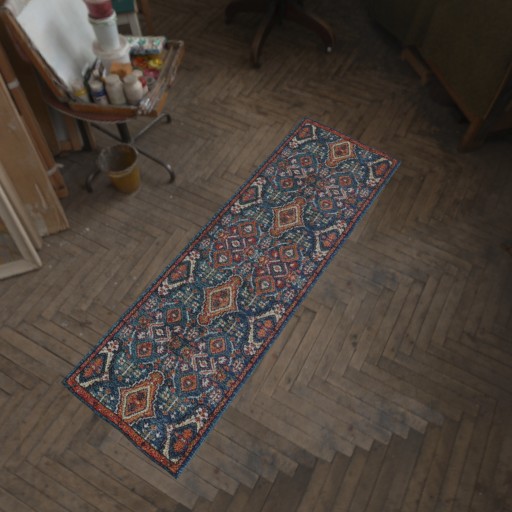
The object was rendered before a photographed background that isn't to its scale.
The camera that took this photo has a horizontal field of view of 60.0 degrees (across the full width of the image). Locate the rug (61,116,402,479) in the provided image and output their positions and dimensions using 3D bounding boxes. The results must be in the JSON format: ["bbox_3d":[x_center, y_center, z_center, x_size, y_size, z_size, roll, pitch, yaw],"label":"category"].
[{"bbox_3d":[0.000,0.000,2.725,0.801,0.010,2.459,31,64,17],"label":"rug"}]
